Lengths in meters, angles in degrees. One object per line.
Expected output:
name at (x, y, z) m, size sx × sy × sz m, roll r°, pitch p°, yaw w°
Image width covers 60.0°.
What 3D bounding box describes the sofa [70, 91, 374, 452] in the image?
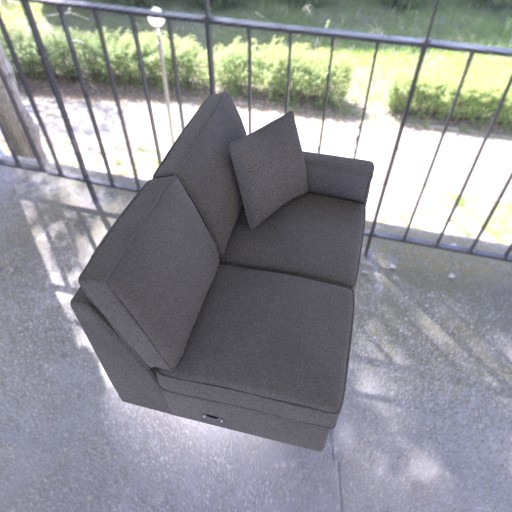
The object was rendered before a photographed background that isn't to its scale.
sofa at (0.000, 0.000, 2.111) m, size 0.991 × 0.989 × 1.388 m, roll 11°, pitch 48°, yaw 10°
